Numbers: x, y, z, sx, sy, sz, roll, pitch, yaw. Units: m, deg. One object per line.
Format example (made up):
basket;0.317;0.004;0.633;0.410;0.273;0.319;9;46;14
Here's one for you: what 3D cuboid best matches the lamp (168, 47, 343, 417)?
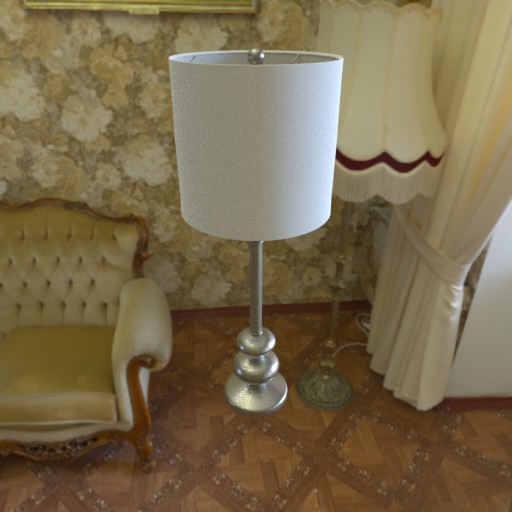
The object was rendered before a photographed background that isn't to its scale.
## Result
lamp;0.000;0.000;0.809;0.254;0.690;0.254;19;34;31
